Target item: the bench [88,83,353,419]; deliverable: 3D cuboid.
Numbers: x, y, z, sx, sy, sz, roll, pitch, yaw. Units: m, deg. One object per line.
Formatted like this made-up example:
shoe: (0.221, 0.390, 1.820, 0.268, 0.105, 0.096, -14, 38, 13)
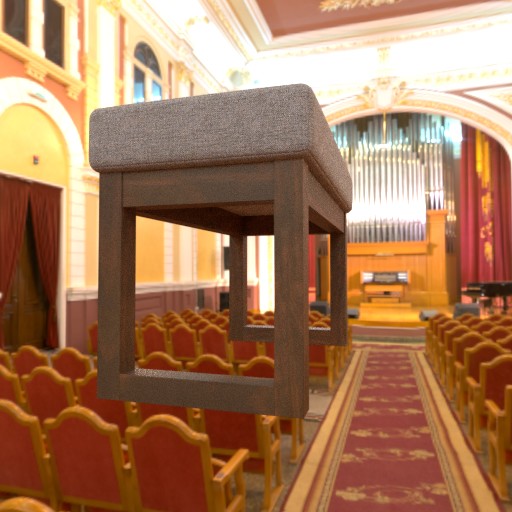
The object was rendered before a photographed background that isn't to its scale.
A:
bench: (0.000, 0.000, 0.968, 0.366, 0.467, 0.681, -1, -2, 17)
